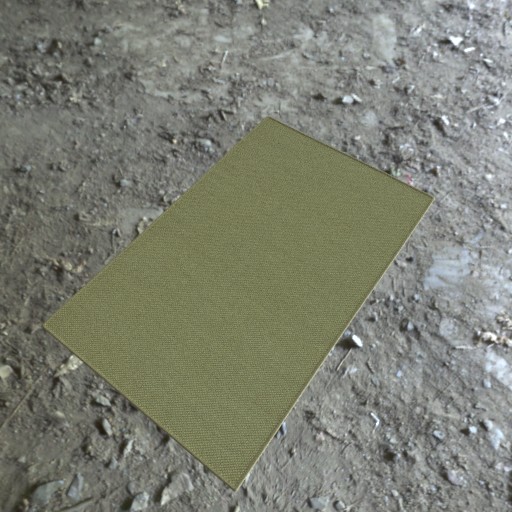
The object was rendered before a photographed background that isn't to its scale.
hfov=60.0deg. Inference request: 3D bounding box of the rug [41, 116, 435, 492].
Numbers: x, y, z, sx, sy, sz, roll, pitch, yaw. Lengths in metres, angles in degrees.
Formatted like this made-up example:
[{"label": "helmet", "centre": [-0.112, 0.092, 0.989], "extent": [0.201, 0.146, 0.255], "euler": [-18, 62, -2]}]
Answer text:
[{"label": "rug", "centre": [0.000, 0.000, 2.094], "extent": [1.067, 0.013, 1.676], "euler": [32, 63, 19]}]
